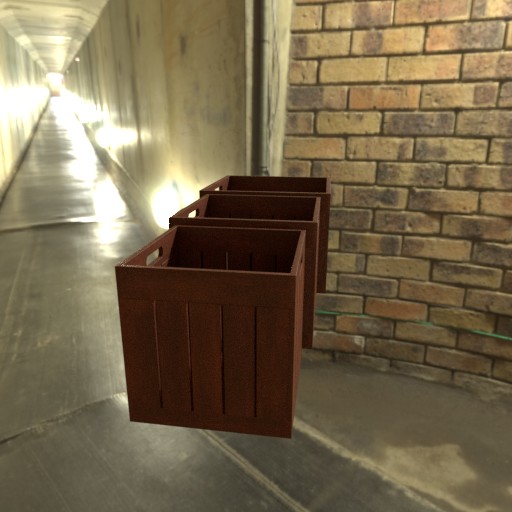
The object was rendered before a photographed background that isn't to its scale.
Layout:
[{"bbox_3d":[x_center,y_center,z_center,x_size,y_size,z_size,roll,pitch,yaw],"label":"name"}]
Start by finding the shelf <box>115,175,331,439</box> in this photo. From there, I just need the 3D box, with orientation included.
[{"bbox_3d":[0.000,0.000,1.227,0.393,0.311,1.064,3,17,9],"label":"shelf"}]
